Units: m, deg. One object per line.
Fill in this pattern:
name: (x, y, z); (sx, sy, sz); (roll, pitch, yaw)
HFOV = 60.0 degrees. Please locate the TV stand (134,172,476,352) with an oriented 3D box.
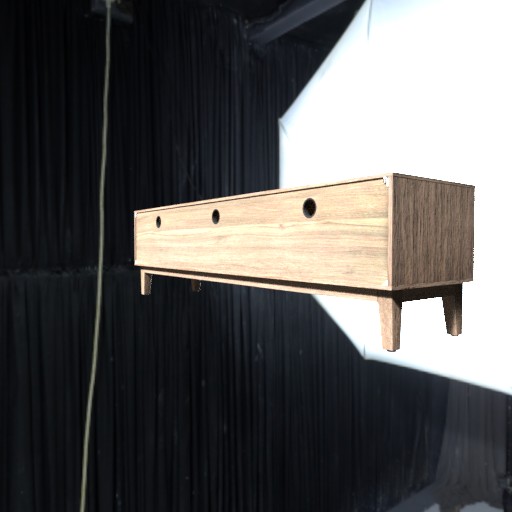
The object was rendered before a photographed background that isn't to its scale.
TV stand: (0.000, 0.000, 1.681); (0.366, 0.409, 1.482); (-1, 2, -37)
